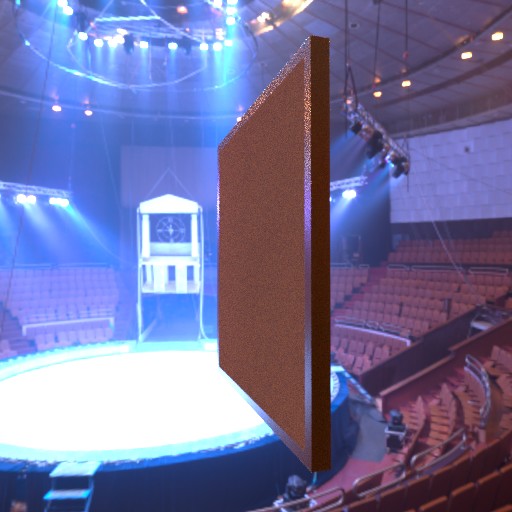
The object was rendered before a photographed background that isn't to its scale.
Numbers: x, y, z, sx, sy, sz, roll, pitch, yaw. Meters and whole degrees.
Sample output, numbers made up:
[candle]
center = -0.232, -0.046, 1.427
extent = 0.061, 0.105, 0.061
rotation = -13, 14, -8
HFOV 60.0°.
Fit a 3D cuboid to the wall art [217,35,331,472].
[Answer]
[wall art]
center = 0.000, 0.000, 1.138
extent = 0.037, 0.760, 0.762
rotation = 0, -1, -17
